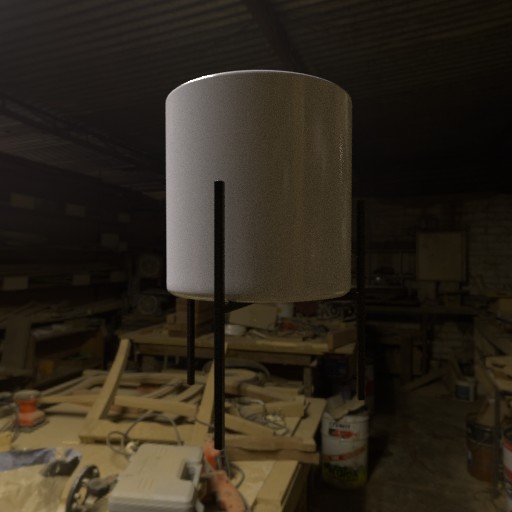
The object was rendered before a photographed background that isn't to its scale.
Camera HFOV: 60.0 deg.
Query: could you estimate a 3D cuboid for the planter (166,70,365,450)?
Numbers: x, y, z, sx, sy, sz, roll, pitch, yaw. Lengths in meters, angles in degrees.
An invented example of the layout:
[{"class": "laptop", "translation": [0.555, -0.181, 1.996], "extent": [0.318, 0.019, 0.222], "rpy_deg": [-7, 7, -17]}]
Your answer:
[{"class": "planter", "translation": [0.000, 0.000, 0.519], "extent": [0.239, 0.356, 0.239], "rpy_deg": [0, 0, 18]}]
